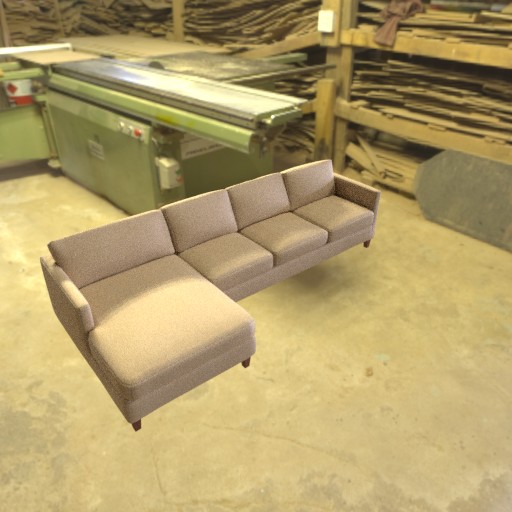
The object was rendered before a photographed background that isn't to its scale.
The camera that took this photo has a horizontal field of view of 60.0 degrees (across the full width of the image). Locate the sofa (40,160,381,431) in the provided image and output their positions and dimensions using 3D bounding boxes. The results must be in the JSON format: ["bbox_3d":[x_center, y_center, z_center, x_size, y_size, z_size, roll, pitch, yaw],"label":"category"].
[{"bbox_3d":[0.000,0.000,3.921,3.201,0.876,1.502,-23,38,-32],"label":"sofa"}]
